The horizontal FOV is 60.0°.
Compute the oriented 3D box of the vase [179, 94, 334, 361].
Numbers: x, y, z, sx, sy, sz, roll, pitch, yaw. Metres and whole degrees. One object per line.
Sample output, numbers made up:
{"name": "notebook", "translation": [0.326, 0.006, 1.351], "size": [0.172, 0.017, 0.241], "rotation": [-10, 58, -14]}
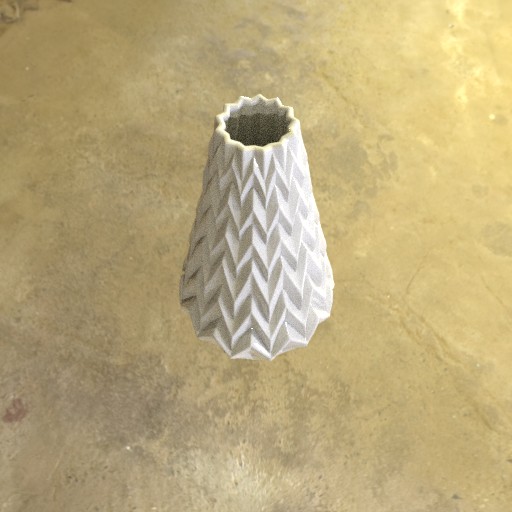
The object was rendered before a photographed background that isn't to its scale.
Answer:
{"name": "vase", "translation": [0.000, 0.000, 0.424], "size": [0.167, 0.328, 0.167], "rotation": [0, 59, 0]}
